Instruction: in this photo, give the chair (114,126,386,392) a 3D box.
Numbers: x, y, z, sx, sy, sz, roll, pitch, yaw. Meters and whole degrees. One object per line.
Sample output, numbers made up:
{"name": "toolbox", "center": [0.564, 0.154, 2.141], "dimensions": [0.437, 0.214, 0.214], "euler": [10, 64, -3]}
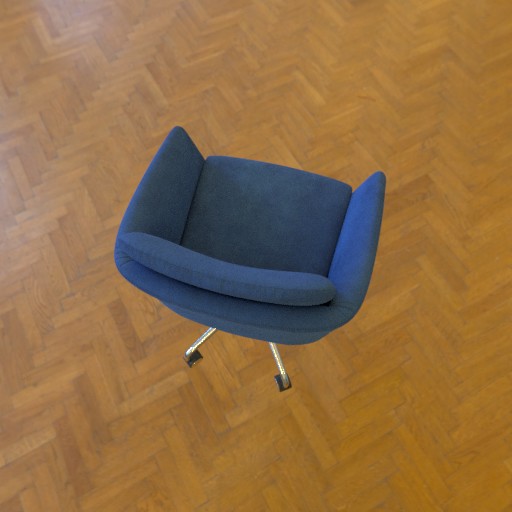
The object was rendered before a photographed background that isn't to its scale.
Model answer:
{"name": "chair", "center": [0.000, 0.000, 1.365], "dimensions": [0.641, 0.908, 0.635], "euler": [13, 64, 7]}
